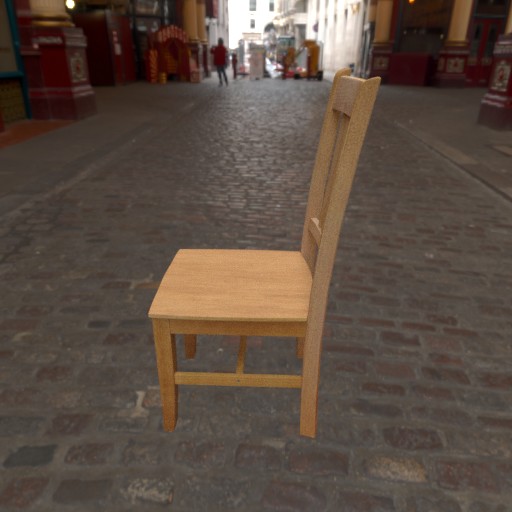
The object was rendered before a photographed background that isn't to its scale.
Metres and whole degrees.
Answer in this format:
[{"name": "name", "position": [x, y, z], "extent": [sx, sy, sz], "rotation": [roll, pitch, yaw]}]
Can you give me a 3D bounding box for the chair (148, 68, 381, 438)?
[{"name": "chair", "position": [0.000, 0.000, 1.297], "extent": [0.556, 0.998, 0.450], "rotation": [1, 25, 2]}]
